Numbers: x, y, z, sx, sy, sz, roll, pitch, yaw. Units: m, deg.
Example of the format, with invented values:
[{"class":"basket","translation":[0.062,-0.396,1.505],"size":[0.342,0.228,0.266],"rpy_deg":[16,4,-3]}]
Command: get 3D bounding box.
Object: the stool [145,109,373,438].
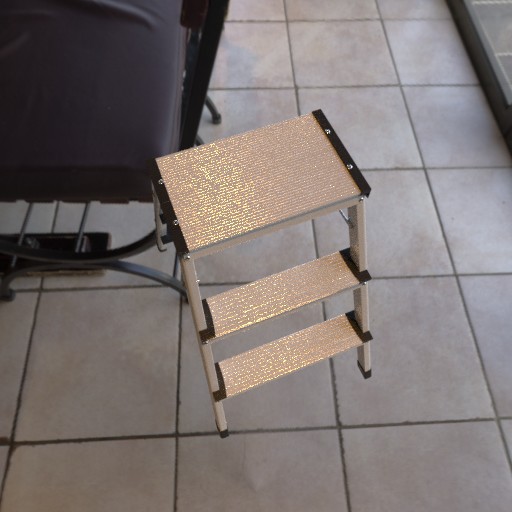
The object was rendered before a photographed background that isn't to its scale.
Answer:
[{"class":"stool","translation":[0.000,0.000,1.037],"size":[0.437,0.605,0.622],"rpy_deg":[-19,64,-10]}]
